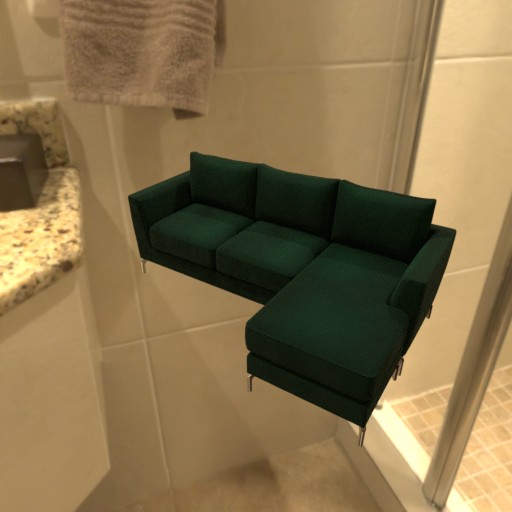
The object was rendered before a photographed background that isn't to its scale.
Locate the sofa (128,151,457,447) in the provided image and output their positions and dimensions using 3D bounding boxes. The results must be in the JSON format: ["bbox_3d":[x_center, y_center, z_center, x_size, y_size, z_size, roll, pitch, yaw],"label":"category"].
[{"bbox_3d":[0.000,0.000,3.286,2.441,1.007,1.489,18,34,28],"label":"sofa"}]
